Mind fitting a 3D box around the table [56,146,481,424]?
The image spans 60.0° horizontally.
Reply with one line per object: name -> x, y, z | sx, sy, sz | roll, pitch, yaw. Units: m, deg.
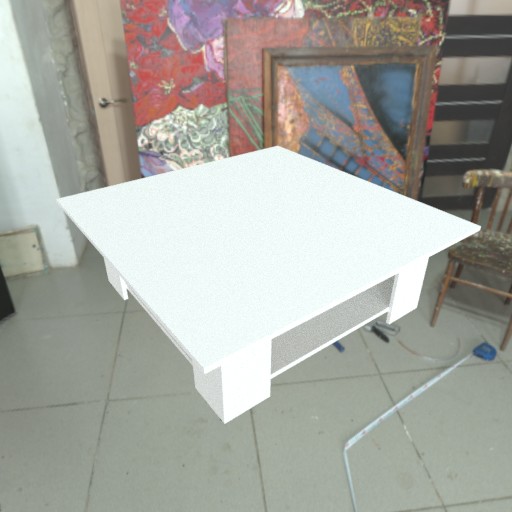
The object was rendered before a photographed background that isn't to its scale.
table -> 0.000, 0.000, 1.382 | 0.890, 0.305, 0.890 | -21, 38, -31
